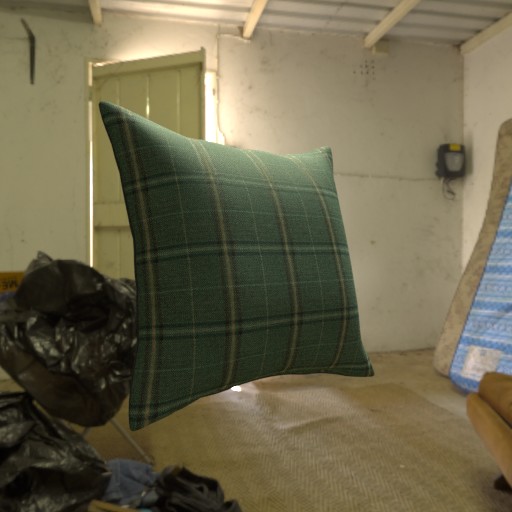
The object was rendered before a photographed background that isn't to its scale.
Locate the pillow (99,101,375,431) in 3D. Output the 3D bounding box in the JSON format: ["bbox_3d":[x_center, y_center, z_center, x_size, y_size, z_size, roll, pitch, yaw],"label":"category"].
[{"bbox_3d":[0.000,0.000,0.699,0.453,0.430,0.200,0,0,-37],"label":"pillow"}]
